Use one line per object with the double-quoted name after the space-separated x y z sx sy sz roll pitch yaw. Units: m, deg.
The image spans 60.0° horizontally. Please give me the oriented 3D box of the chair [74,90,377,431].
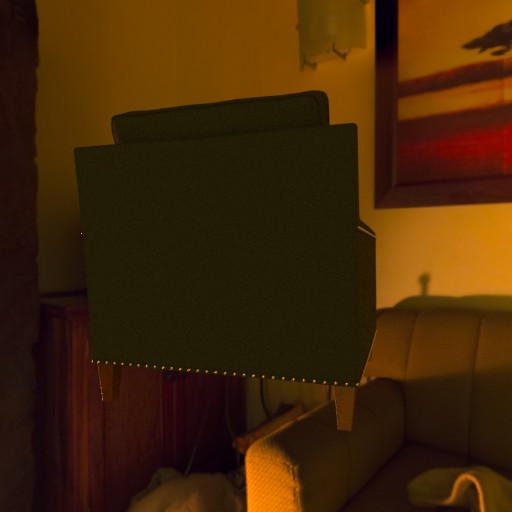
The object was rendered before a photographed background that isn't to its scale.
0.000 0.000 1.690 0.853 0.943 1.014 0 0 18 "chair"
